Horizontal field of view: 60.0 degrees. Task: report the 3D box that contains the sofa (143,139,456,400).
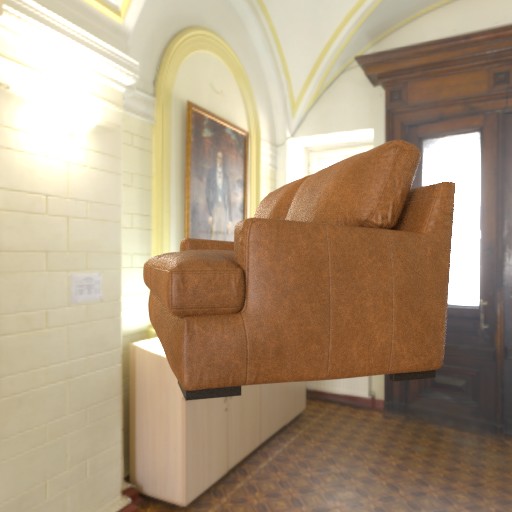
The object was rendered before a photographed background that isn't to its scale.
[{"bbox_3d":[0.000,0.000,2.449,1.144,0.966,1.880,0,0,-17],"label":"sofa"}]
